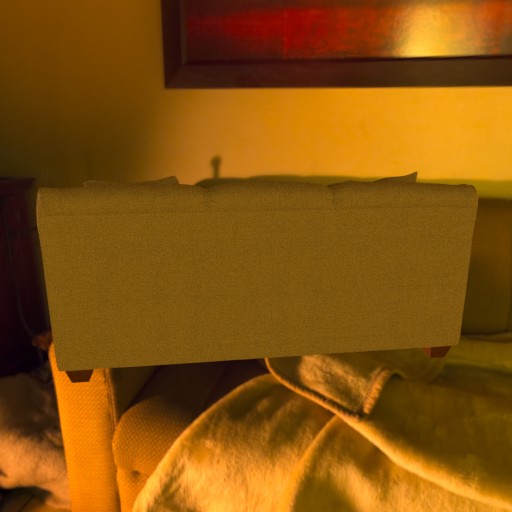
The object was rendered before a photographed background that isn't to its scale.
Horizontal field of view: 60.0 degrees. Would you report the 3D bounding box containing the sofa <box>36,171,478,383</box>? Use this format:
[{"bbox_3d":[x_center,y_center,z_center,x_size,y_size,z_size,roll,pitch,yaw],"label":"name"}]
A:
[{"bbox_3d":[0.000,0.000,2.537,2.024,0.958,0.997,-2,15,-7],"label":"sofa"}]
